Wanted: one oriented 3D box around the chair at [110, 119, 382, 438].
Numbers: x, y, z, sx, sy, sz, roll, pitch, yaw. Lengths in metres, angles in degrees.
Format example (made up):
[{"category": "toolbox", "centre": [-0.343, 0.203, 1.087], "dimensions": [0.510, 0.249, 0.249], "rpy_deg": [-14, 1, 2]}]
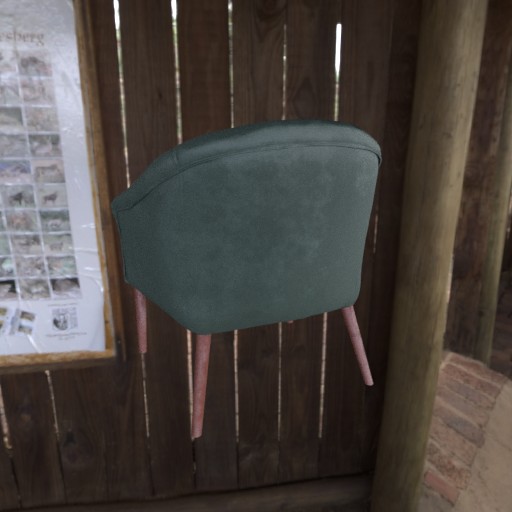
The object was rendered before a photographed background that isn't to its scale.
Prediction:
[{"category": "chair", "centre": [0.000, 0.000, 1.541], "dimensions": [0.851, 0.885, 0.776], "rpy_deg": [-7, 16, -25]}]
